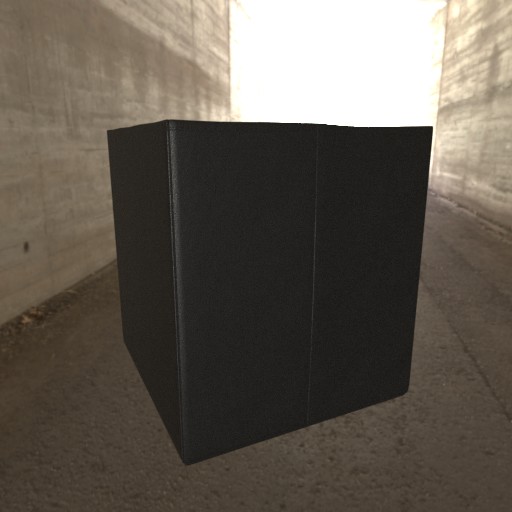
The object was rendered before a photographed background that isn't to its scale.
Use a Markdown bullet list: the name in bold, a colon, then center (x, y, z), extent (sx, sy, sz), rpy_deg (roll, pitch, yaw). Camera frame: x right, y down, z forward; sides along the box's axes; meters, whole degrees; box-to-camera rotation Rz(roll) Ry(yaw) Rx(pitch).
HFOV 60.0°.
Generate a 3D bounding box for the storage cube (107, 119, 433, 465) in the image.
- **storage cube**: center (0.000, 0.000, 0.505), extent (0.270, 0.280, 0.270), rpy_deg (-7, 16, -26)
